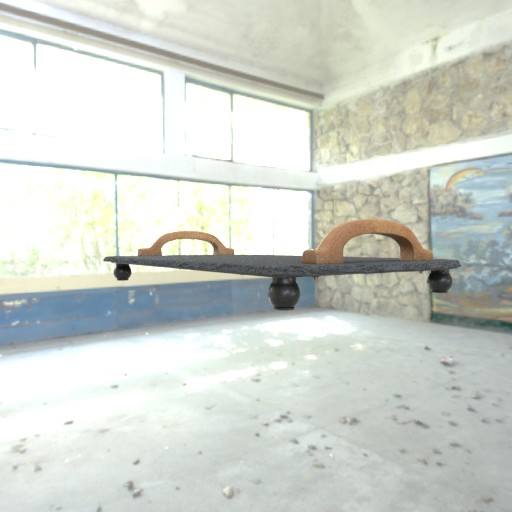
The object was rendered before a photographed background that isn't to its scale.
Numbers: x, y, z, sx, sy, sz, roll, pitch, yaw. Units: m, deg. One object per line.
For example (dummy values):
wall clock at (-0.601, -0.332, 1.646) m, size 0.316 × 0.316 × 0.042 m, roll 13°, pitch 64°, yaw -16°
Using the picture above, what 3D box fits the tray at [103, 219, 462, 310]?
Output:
tray at (0.000, 0.000, 0.468) m, size 0.231 × 0.062 × 0.387 m, roll -1°, pitch 1°, yaw -36°
